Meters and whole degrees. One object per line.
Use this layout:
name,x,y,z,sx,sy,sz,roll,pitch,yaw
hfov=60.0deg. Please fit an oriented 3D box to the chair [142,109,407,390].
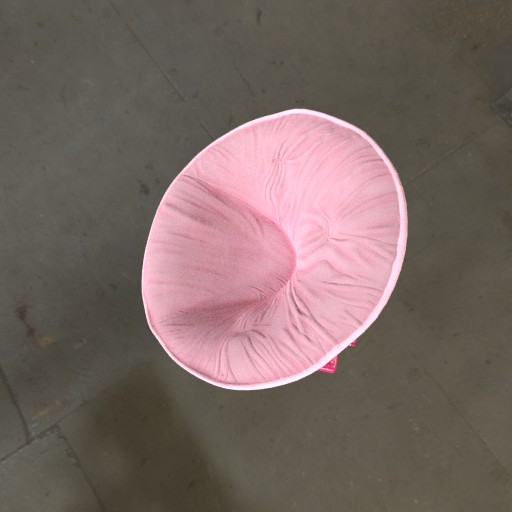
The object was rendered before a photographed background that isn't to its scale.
chair,0.000,0.000,0.900,0.459,0.494,0.522,9,74,3
